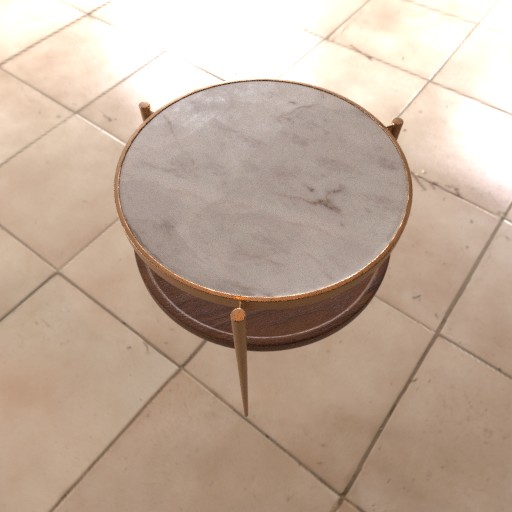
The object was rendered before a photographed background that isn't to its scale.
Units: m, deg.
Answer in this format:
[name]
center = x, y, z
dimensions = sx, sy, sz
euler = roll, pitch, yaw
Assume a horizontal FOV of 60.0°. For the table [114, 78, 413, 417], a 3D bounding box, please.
[table]
center = 0.000, 0.000, 0.843
dimensions = 0.456, 0.493, 0.430
euler = 32, 63, 18
